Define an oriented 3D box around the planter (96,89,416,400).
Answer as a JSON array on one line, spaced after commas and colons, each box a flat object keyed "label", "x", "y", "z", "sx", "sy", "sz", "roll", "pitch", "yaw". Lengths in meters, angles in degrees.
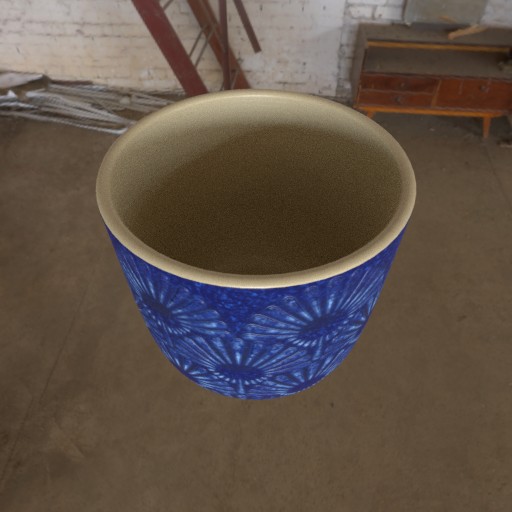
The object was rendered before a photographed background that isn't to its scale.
[{"label": "planter", "x": 0.000, "y": 0.000, "z": 0.215, "sx": 0.124, "sy": 0.109, "sz": 0.124, "roll": 0, "pitch": 48, "yaw": 0}]
